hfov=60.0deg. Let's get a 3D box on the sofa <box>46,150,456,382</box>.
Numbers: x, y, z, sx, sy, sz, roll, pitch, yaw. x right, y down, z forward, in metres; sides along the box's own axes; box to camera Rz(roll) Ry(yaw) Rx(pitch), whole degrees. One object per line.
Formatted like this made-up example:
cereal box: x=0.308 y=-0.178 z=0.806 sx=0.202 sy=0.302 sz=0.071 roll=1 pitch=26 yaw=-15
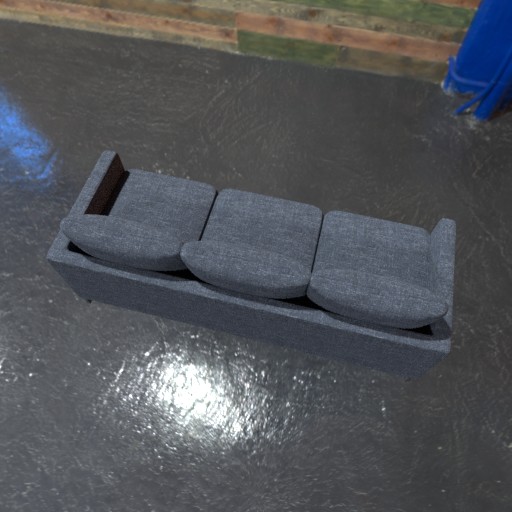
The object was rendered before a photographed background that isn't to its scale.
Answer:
sofa: x=0.000 y=0.000 z=2.719 sx=2.218 sy=0.874 sz=0.859 roll=13 pitch=62 yaw=7
